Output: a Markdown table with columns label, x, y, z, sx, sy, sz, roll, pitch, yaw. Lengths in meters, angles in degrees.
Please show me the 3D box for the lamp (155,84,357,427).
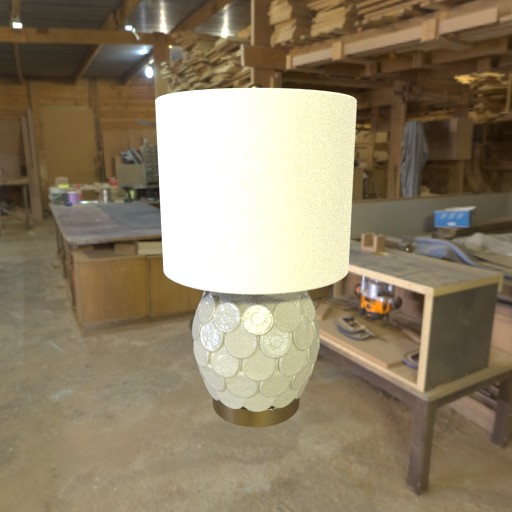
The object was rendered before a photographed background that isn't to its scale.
| label | x | y | z | sx | sy | sz | roll | pitch | yaw |
| --- | --- | --- | --- | --- | --- | --- | --- | --- | --- |
| lamp | 0.000 | 0.000 | 0.619 | 0.254 | 0.452 | 0.254 | 0 | 13 | 0 |
